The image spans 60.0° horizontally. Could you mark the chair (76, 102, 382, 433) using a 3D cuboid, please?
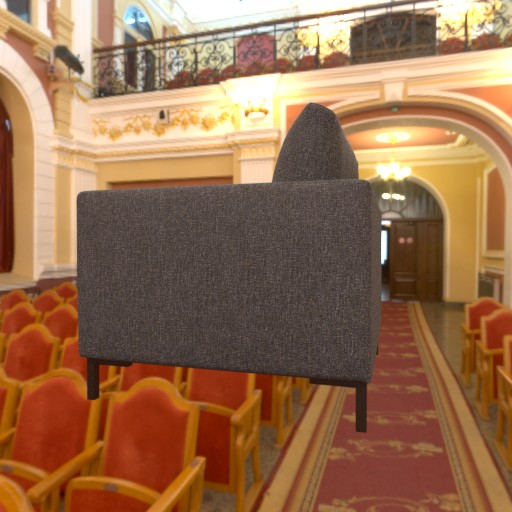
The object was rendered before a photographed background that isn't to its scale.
[{"bbox_3d":[0.000,0.000,1.629,0.866,0.861,0.963,0,1,17],"label":"chair"}]
